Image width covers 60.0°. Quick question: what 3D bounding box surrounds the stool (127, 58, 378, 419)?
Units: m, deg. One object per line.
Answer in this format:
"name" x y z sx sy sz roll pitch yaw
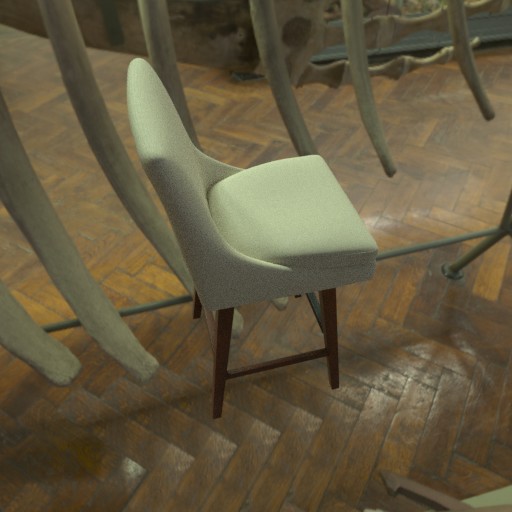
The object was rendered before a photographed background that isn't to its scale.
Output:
"stool" 0.000 0.000 1.361 0.559 1.097 0.470 -11 48 -10
